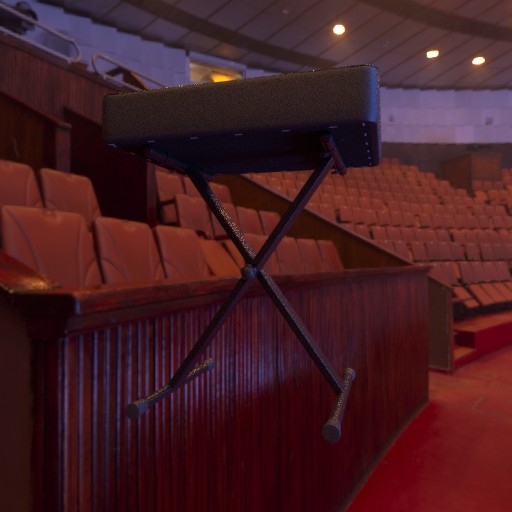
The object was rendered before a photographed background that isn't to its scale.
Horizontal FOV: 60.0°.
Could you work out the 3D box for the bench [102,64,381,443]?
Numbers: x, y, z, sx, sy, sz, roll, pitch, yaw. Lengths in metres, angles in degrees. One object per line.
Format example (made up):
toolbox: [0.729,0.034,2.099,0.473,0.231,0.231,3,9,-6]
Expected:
bench: [0.000,0.000,0.784,0.424,0.500,0.321,0,0,16]
